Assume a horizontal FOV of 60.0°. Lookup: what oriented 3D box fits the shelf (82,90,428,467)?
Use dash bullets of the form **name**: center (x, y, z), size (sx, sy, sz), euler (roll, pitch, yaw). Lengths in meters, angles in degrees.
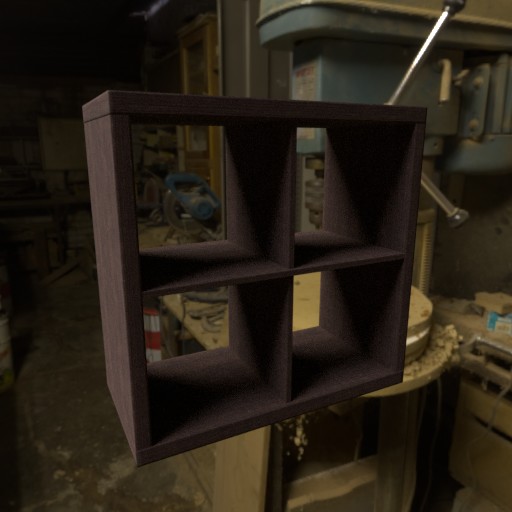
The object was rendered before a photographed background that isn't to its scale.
- **shelf**: center (0.000, 0.000, 1.227), size (0.790, 0.786, 0.390), euler (-7, 16, -26)
